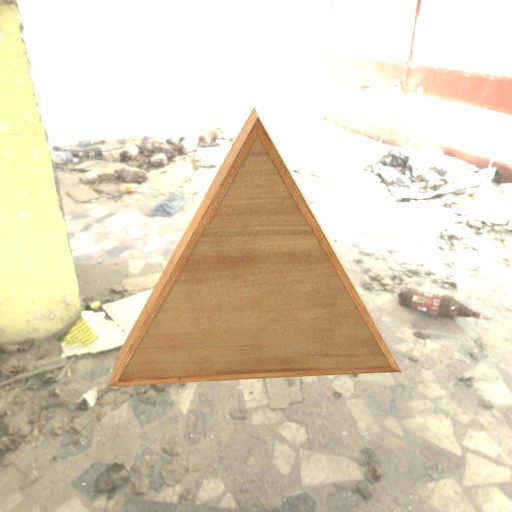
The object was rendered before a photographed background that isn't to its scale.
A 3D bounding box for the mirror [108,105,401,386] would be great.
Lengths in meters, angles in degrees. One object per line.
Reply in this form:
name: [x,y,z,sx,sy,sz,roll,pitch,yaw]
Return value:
mirror: [0.000,0.000,0.862,0.631,0.548,0.100,-2,29,-3]
